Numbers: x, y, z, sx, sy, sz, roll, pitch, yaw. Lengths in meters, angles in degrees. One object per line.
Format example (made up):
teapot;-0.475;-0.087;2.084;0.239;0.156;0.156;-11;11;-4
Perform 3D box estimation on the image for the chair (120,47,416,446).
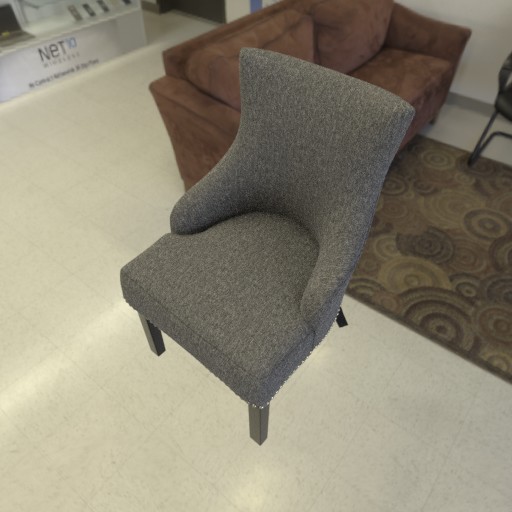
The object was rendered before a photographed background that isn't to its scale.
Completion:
chair;0.000;0.000;1.277;0.566;0.909;0.629;32;55;27
